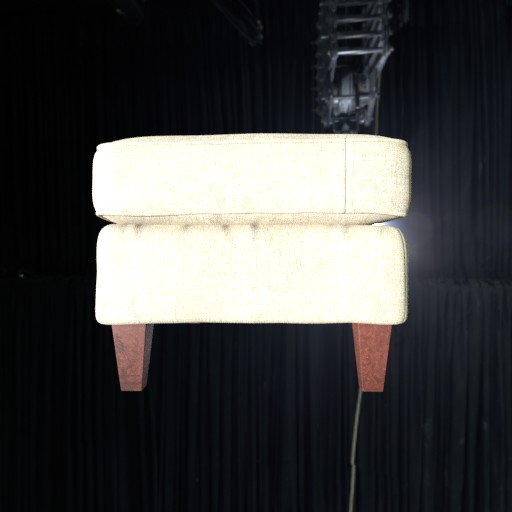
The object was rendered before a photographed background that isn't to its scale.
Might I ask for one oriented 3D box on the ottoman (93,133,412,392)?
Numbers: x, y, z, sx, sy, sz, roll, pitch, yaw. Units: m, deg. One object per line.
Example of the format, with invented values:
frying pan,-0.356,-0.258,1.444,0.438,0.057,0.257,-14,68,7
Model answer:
ottoman,0.000,0.000,1.192,0.583,0.484,0.862,0,1,1
